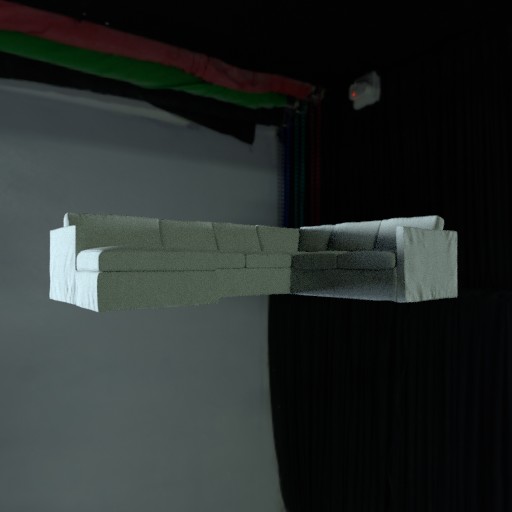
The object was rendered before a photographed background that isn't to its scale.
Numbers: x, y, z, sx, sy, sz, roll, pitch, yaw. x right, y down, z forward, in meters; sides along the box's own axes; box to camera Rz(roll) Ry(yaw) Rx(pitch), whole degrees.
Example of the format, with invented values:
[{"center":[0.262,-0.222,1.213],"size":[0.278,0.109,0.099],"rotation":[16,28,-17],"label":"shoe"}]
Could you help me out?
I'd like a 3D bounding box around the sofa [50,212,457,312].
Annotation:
[{"center":[0.000,0.000,4.515],"size":[3.434,0.869,2.440],"rotation":[1,-1,-37],"label":"sofa"}]
